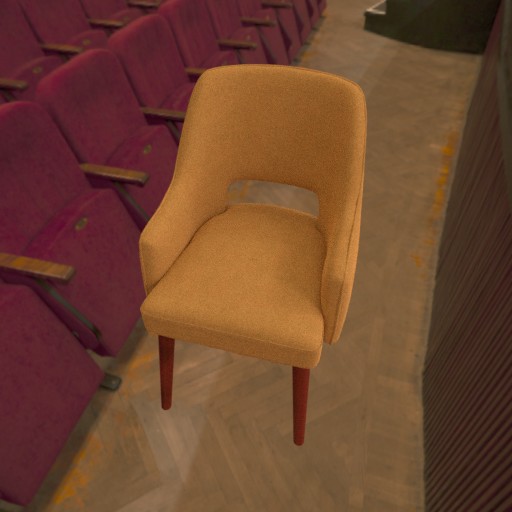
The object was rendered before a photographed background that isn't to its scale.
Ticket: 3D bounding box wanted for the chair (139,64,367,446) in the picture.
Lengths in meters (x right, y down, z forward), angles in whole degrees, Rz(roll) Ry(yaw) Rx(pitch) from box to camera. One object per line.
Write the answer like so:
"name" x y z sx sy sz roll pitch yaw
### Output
"chair" 0.000 0.000 1.248 0.548 0.849 0.605 11 43 11
